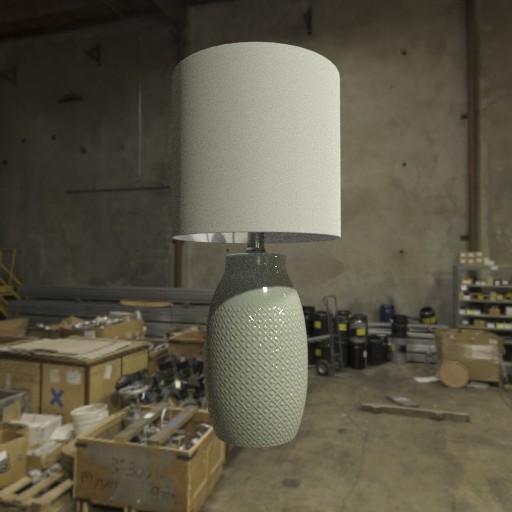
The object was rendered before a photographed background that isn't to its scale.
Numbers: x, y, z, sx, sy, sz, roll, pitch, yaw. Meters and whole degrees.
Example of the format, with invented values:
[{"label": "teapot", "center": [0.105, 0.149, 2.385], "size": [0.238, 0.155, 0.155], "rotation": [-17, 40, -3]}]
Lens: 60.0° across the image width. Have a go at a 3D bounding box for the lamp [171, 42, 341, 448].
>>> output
[{"label": "lamp", "center": [0.000, 0.000, 0.576], "size": [0.217, 0.453, 0.217], "rotation": [-1, -2, 18]}]
